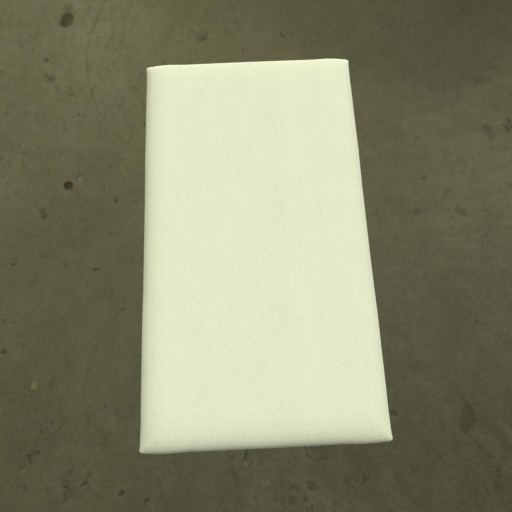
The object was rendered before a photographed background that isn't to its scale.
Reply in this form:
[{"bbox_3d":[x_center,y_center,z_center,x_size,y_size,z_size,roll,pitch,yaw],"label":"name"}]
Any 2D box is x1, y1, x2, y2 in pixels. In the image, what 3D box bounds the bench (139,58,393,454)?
[{"bbox_3d":[0.000,0.000,1.167,0.500,0.449,0.887,-3,75,-1],"label":"bench"}]
